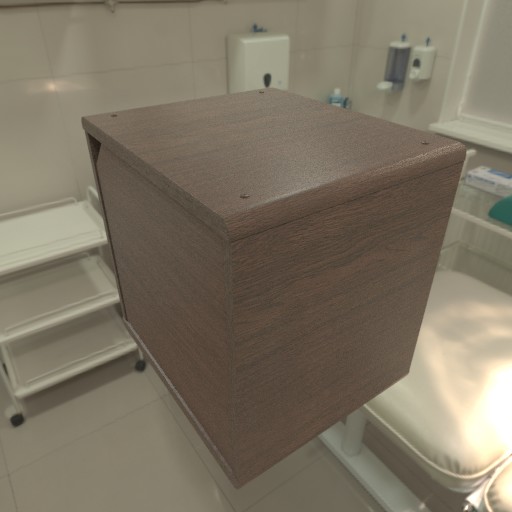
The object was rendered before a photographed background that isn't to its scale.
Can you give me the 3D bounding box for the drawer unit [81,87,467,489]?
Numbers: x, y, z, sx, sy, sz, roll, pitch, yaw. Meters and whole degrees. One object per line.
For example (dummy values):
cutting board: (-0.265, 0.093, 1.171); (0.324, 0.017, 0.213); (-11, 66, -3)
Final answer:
drawer unit: (0.000, 0.000, 0.591); (0.290, 0.344, 0.344); (-21, 38, -29)
